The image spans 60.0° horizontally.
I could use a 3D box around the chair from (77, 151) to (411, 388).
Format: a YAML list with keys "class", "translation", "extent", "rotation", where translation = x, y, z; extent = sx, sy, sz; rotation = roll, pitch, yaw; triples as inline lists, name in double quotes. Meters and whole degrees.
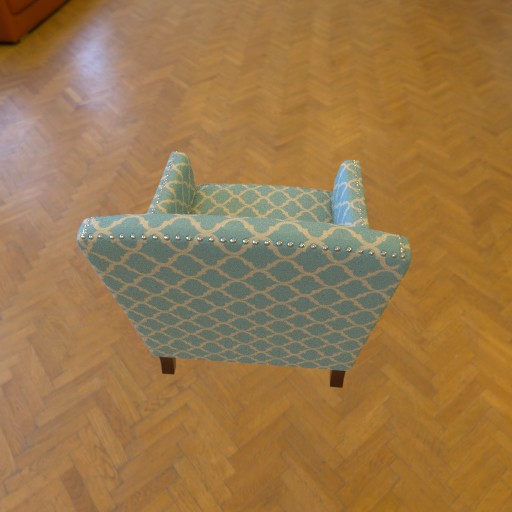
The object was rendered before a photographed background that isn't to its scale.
- class: "chair"
  translation: [0.000, 0.000, 1.303]
  extent: [0.617, 0.817, 0.686]
  rotation: [4, 47, 3]
